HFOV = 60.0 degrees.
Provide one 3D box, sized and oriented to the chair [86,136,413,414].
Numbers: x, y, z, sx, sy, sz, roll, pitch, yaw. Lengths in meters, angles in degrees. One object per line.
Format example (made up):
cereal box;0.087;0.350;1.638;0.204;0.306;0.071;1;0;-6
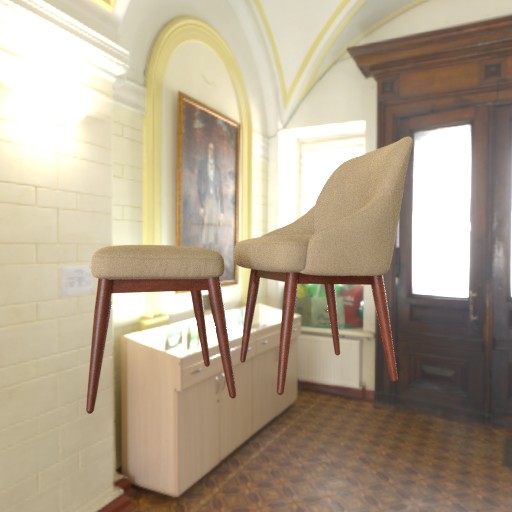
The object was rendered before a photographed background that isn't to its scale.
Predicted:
chair;0.000;0.000;1.580;1.114;0.866;0.584;0;1;-18
